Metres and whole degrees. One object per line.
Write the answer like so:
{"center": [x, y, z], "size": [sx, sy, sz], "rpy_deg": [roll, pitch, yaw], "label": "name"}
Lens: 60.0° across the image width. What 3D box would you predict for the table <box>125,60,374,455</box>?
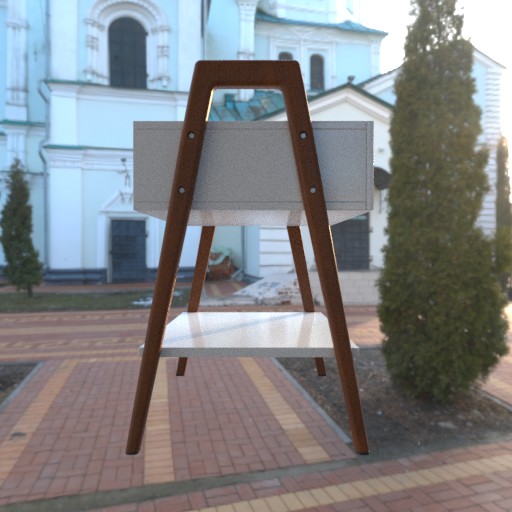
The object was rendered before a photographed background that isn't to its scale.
{"center": [0.000, 0.000, 0.908], "size": [0.405, 0.610, 0.457], "rpy_deg": [0, 0, 0], "label": "table"}
